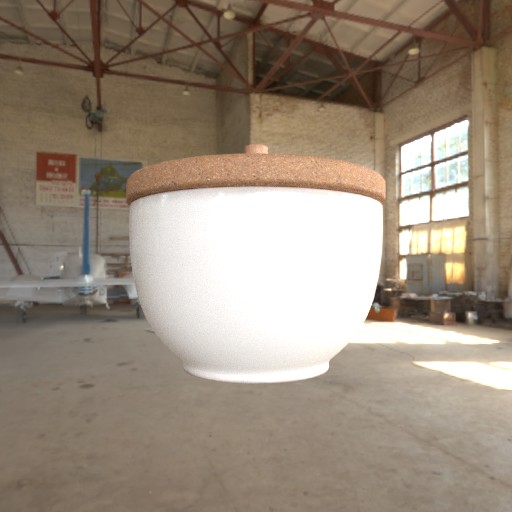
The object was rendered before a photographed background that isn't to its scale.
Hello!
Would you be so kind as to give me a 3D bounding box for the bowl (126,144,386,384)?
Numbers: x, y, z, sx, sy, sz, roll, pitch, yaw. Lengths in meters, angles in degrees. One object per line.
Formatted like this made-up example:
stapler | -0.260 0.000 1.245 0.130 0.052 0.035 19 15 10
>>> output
bowl | 0.000 0.000 0.224 0.126 0.110 0.126 0 -2 0
